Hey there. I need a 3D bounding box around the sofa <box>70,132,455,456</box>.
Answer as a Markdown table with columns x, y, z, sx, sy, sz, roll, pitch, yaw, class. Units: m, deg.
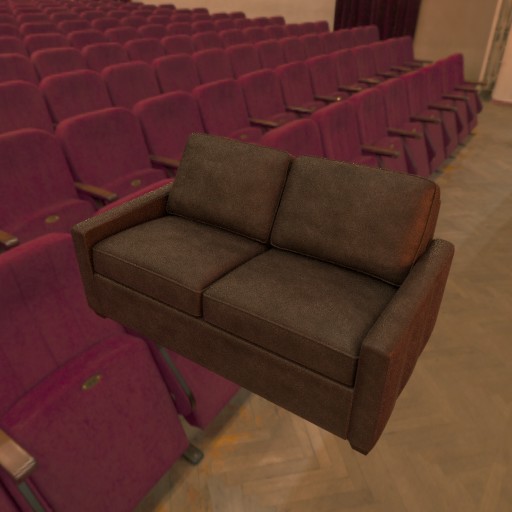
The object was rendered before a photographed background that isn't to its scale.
| x | y | z | sx | sy | sz | roll | pitch | yaw | class |
| --- | --- | --- | --- | --- | --- | --- | --- | --- | --- |
| 0.000 | 0.000 | 2.275 | 1.732 | 0.916 | 0.939 | 19 | 35 | 28 | sofa |
